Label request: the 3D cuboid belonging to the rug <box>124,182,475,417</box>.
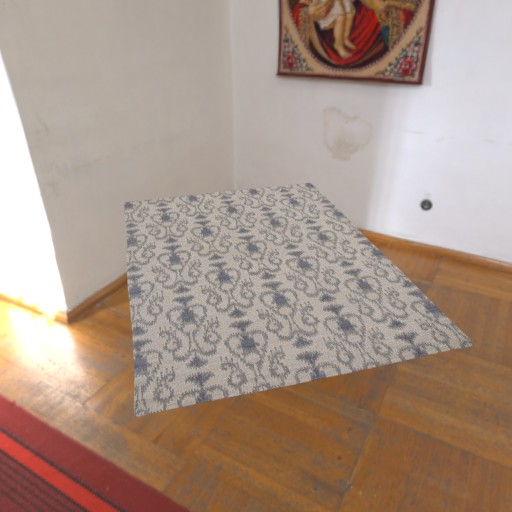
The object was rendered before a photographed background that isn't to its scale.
[{"bbox_3d":[0.000,0.000,2.972,1.676,0.013,2.261,-8,32,-13],"label":"rug"}]
